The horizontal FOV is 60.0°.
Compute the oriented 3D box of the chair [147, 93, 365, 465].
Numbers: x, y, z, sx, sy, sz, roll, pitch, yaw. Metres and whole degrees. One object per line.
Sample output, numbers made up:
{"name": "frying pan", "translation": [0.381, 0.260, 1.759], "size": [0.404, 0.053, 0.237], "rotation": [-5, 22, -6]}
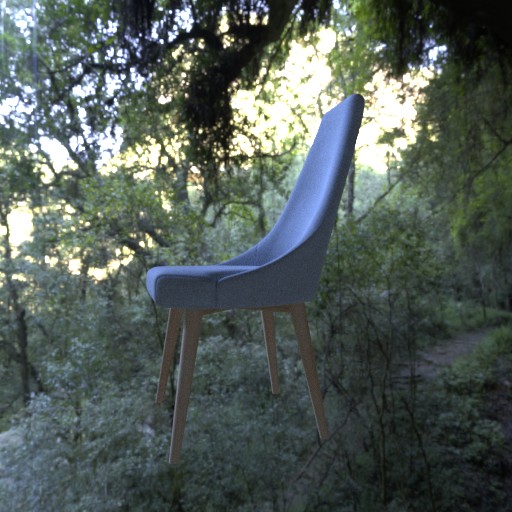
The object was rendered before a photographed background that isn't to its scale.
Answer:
{"name": "chair", "translation": [0.000, 0.000, 1.410], "size": [0.660, 1.040, 0.510], "rotation": [0, 0, -17]}
